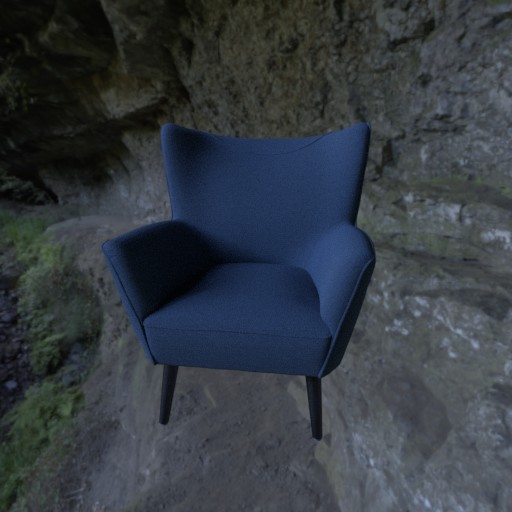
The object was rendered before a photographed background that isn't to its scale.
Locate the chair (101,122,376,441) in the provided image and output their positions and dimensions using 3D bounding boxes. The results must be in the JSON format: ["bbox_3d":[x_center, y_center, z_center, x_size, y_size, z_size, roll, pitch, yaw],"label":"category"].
[{"bbox_3d":[0.000,0.000,1.605,0.781,0.933,0.888,2,16,8],"label":"chair"}]
